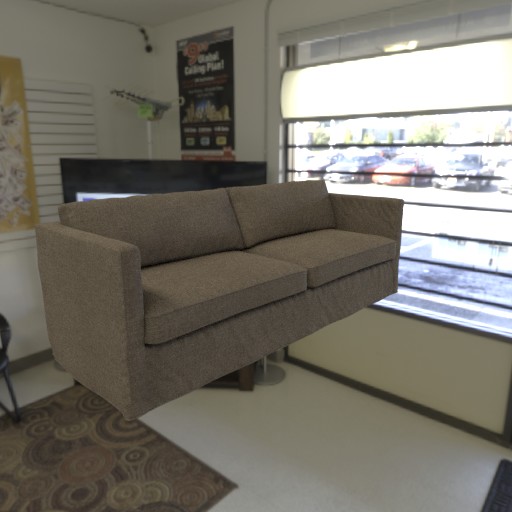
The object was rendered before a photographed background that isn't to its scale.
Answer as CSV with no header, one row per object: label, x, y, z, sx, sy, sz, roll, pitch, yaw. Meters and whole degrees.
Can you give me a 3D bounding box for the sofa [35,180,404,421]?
sofa,0.000,0.000,3.314,1.036,0.998,2.779,13,19,42
